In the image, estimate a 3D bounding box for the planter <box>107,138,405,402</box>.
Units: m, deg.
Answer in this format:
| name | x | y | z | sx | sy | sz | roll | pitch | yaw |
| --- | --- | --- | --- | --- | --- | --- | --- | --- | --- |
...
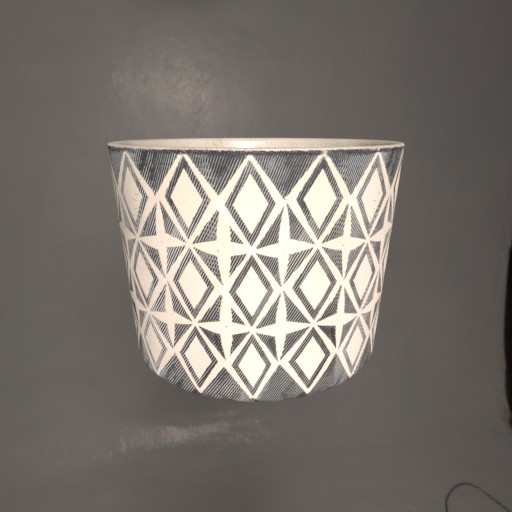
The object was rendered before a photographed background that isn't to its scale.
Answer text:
| name | x | y | z | sx | sy | sz | roll | pitch | yaw |
| --- | --- | --- | --- | --- | --- | --- | --- | --- | --- |
| planter | 0.000 | 0.000 | 0.438 | 0.260 | 0.220 | 0.260 | 0 | 16 | 0 |
